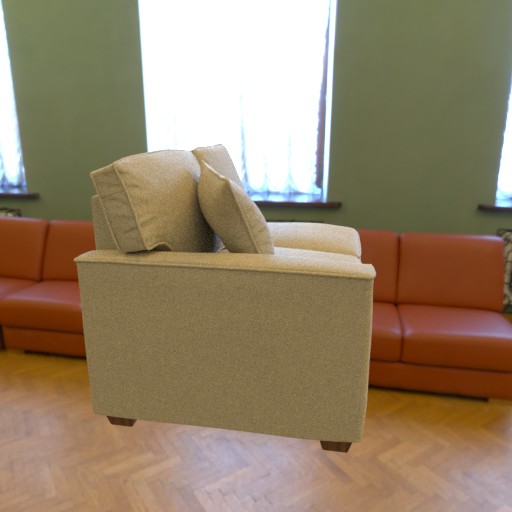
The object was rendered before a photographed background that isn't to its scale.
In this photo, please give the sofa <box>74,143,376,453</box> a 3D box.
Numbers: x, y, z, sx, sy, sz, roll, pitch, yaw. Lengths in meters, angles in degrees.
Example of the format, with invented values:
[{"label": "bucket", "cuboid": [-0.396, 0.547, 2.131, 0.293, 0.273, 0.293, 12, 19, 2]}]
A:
[{"label": "sofa", "cuboid": [0.000, 0.000, 2.062, 0.991, 0.989, 1.388, 3, 16, 10]}]
